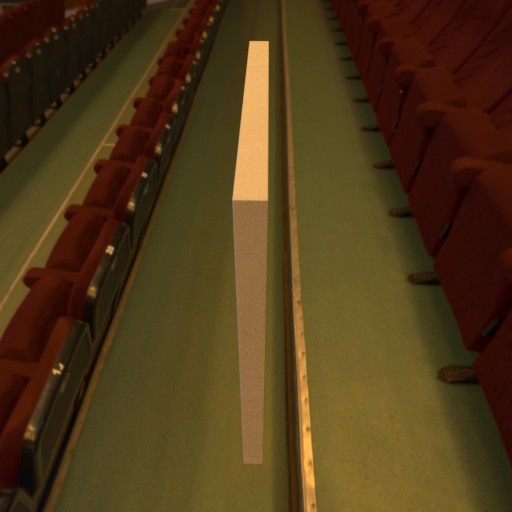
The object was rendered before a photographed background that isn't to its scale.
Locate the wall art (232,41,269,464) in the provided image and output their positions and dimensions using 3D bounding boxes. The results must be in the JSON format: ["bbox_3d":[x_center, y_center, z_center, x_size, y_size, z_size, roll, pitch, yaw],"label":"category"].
[{"bbox_3d":[0.000,0.000,0.829,0.037,0.606,0.508,1,42,1],"label":"wall art"}]
